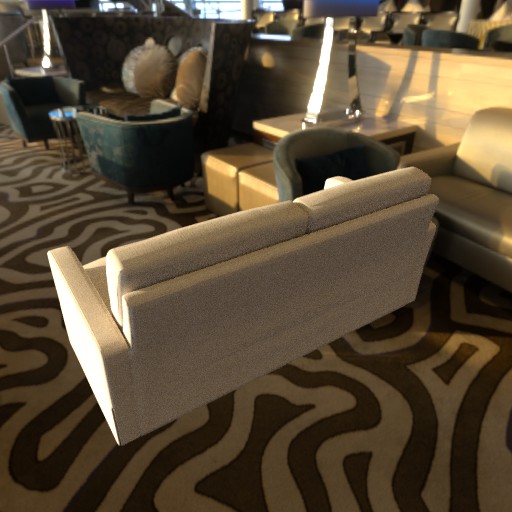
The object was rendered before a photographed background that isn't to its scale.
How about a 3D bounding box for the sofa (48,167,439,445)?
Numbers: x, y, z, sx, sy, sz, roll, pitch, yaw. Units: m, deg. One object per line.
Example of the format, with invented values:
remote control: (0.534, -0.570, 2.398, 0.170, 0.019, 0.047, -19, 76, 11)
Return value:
sofa: (0.000, 0.000, 2.261, 1.808, 0.831, 0.894, -19, 35, -29)
